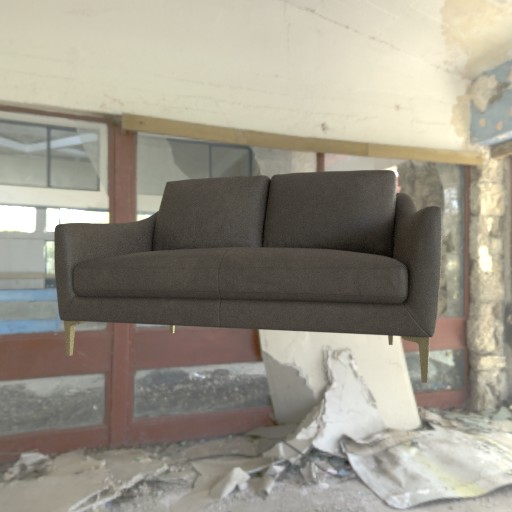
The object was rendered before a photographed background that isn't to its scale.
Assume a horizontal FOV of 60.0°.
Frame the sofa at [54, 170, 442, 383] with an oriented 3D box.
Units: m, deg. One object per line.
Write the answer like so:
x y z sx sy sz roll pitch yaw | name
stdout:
0.000 0.000 2.175 1.619 0.902 0.960 0 -1 18 | sofa
